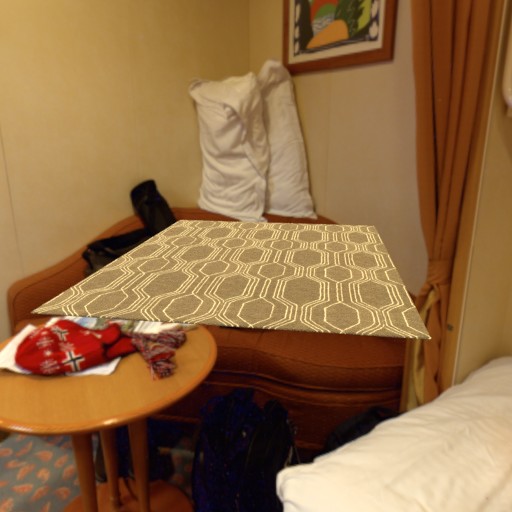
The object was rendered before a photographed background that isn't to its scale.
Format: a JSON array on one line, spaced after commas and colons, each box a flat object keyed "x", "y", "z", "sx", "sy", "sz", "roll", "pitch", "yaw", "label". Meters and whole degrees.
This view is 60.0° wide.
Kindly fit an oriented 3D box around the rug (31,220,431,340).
[{"x": 0.000, "y": 0.000, "z": 4.115, "sx": 2.457, "sy": 0.012, "sz": 3.062, "roll": 2, "pitch": 16, "yaw": 8, "label": "rug"}]
